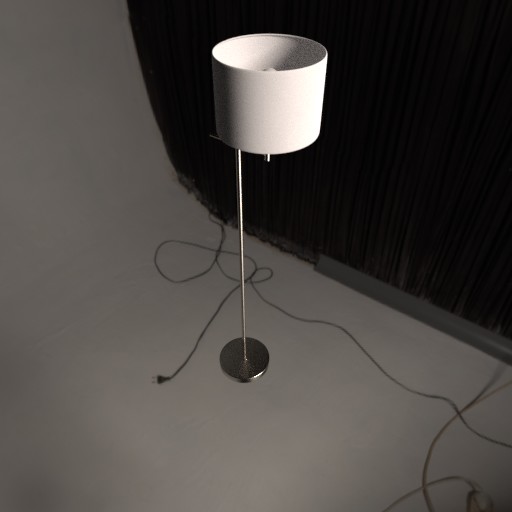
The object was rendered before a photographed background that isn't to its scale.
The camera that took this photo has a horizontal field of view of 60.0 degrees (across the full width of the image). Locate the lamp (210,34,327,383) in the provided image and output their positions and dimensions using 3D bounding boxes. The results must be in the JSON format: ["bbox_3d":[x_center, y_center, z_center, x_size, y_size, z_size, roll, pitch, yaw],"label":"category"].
[{"bbox_3d":[0.000,0.000,1.799,0.416,1.600,0.324,26,48,26],"label":"lamp"}]
